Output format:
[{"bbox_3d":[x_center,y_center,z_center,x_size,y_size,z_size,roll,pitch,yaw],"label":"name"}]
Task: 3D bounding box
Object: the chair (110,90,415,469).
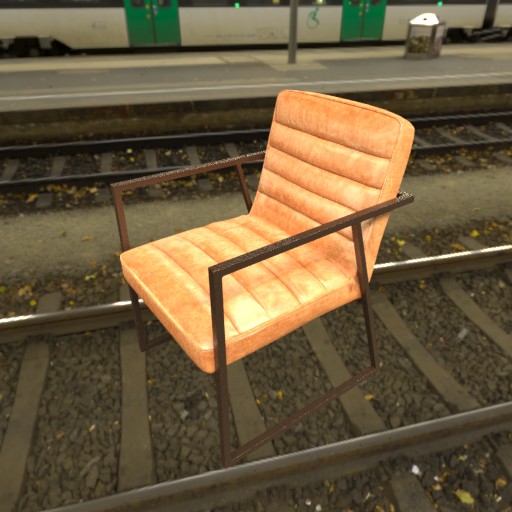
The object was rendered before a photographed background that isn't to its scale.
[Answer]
[{"bbox_3d":[0.000,0.000,1.314,0.677,0.832,0.571,-20,36,-30],"label":"chair"}]
